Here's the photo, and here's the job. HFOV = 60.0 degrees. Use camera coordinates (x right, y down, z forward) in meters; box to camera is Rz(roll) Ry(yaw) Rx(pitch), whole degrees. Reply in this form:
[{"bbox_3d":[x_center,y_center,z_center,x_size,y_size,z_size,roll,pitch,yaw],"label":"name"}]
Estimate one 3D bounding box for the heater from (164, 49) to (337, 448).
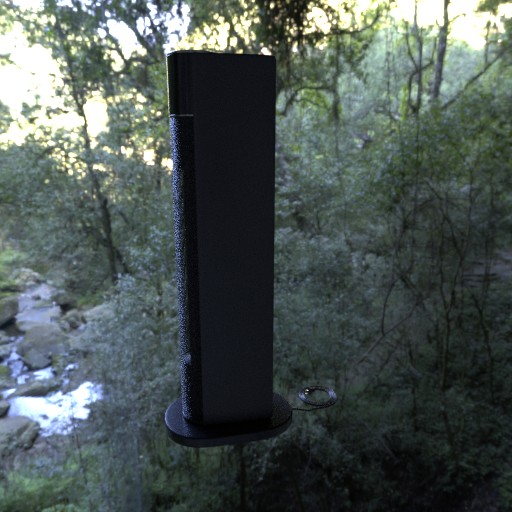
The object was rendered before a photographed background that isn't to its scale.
[{"bbox_3d":[0.000,0.000,1.030,0.458,0.856,0.214,-2,14,-8],"label":"heater"}]
